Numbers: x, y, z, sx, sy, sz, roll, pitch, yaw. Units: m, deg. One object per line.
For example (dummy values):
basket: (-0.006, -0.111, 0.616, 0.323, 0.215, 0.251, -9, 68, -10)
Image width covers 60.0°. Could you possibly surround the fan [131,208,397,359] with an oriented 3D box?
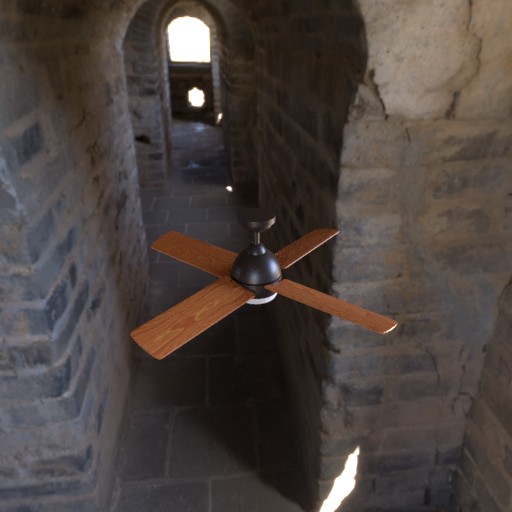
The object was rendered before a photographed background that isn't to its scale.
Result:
fan: (0.000, 0.000, 2.015, 1.332, 0.403, 1.332, 20, 33, 33)
